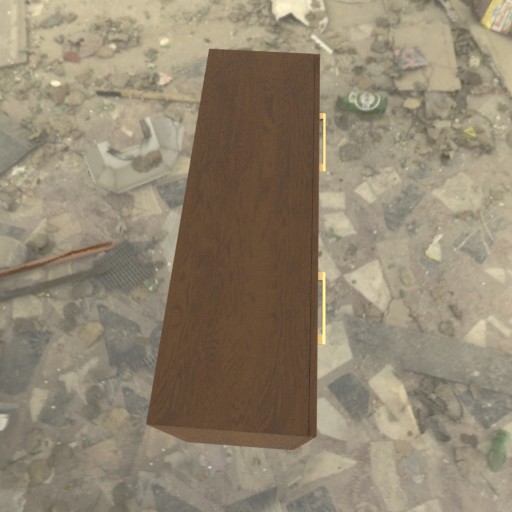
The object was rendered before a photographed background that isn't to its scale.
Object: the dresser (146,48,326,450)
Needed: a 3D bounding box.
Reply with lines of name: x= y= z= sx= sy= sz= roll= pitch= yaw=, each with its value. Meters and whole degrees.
dresser: x=0.000 y=0.000 z=1.967 sx=0.512 sy=0.889 sz=1.523 roll=4 pitch=64 yaw=2
